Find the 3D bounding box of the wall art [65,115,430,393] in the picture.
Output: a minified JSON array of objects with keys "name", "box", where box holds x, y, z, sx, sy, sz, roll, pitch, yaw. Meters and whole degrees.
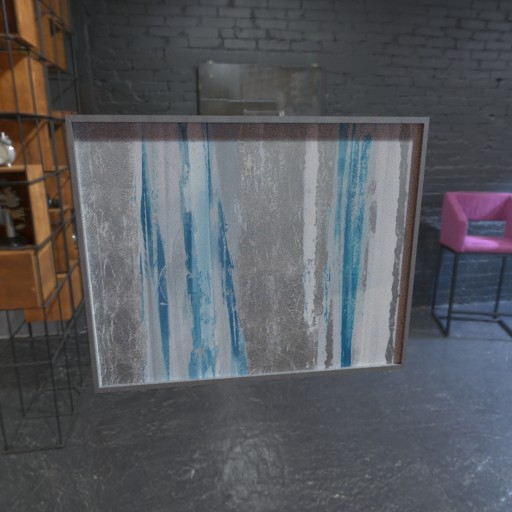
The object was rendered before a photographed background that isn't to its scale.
[{"name":"wall art","box":[0.000,0.000,0.749,0.557,0.450,0.037,-2,15,-8]}]
